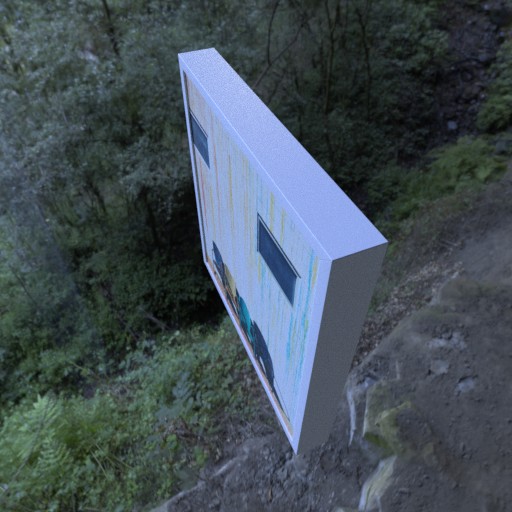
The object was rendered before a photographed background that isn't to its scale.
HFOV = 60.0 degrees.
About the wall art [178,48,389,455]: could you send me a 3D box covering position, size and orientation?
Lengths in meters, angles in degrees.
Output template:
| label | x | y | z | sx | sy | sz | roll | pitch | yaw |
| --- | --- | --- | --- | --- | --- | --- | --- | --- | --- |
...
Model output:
| label | x | y | z | sx | sy | sz | roll | pitch | yaw |
| --- | --- | --- | --- | --- | --- | --- | --- | --- | --- |
| wall art | 0.000 | 0.000 | 0.460 | 0.038 | 0.305 | 0.305 | -17 | 49 | -16 |
